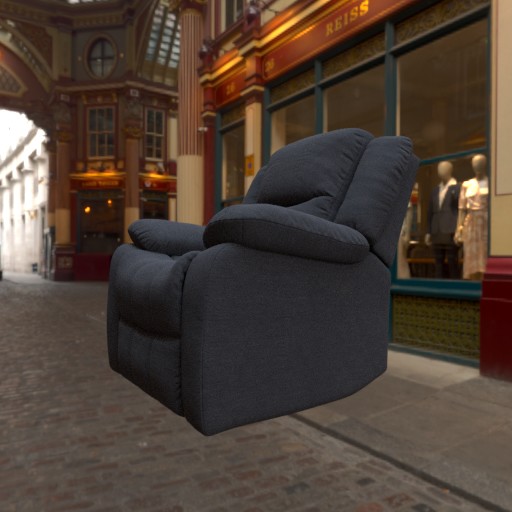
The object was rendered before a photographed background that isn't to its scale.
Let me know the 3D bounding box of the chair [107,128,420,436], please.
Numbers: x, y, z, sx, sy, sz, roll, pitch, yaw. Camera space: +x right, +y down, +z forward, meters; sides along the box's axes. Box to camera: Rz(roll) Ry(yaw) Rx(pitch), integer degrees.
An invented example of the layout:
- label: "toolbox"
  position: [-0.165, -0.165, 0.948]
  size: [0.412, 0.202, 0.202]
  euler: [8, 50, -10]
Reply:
- label: "chair"
  position: [0.000, 0.000, 1.699]
  size: [0.944, 1.008, 0.899]
  euler: [-1, 1, -35]
